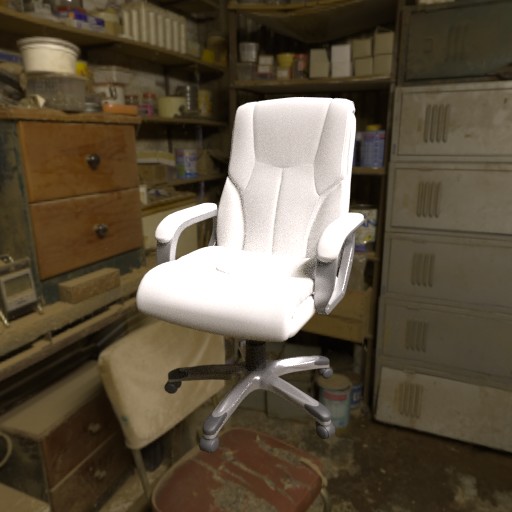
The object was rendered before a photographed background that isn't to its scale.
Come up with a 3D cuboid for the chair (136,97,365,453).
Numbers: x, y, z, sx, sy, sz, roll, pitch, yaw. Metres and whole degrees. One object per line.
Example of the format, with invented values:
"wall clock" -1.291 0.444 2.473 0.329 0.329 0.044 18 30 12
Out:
"chair" 0.000 0.000 1.574 0.687 1.120 0.738 7 16 25
